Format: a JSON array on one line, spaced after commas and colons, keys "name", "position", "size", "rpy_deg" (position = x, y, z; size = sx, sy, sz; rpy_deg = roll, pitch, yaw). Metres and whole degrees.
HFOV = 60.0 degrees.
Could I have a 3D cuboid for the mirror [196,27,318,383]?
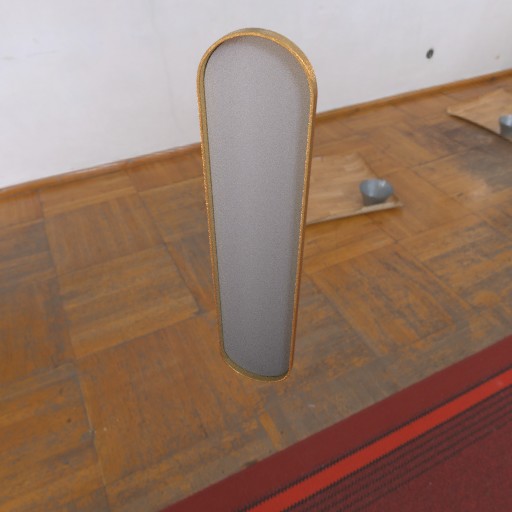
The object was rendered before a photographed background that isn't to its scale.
[{"name": "mirror", "position": [0.000, 0.000, 1.058], "size": [0.222, 0.991, 0.032], "rpy_deg": [12, 42, 14]}]
